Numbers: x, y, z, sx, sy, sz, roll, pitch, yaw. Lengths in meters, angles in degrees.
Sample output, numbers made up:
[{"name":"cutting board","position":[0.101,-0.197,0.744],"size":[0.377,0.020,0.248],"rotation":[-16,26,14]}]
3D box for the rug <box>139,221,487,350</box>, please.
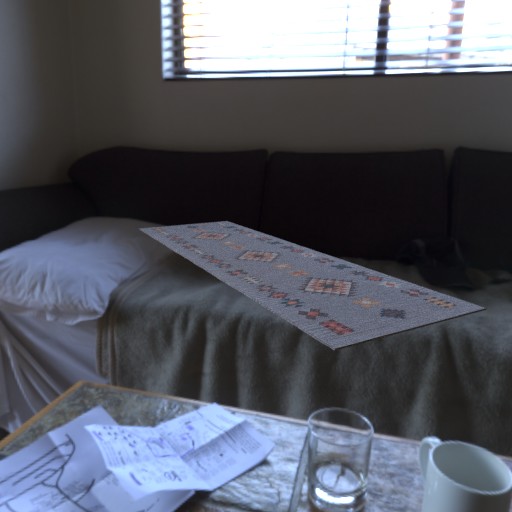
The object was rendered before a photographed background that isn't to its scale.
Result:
[{"name":"rug","position":[0.000,0.000,2.621],"size":[0.766,0.008,2.432],"rotation":[-7,16,-28]}]
